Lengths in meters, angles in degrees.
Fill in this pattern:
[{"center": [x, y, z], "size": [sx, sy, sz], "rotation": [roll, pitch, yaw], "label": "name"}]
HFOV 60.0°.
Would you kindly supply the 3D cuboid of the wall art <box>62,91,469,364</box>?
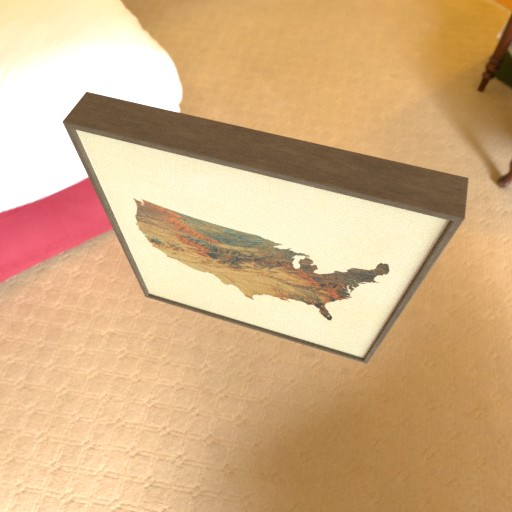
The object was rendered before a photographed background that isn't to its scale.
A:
[{"center": [0.000, 0.000, 0.455], "size": [0.303, 0.302, 0.038], "rotation": [15, 60, 9], "label": "wall art"}]
